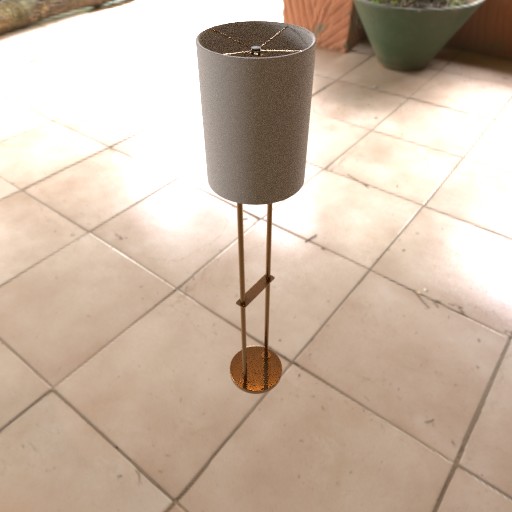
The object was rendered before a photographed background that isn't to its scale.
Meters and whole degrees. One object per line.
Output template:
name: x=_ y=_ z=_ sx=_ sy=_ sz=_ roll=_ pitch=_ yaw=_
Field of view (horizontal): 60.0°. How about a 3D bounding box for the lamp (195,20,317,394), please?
lamp: x=0.000 y=0.000 z=1.627 sx=0.305 sy=1.500 sz=0.306 roll=27 pitch=49 yaw=26
